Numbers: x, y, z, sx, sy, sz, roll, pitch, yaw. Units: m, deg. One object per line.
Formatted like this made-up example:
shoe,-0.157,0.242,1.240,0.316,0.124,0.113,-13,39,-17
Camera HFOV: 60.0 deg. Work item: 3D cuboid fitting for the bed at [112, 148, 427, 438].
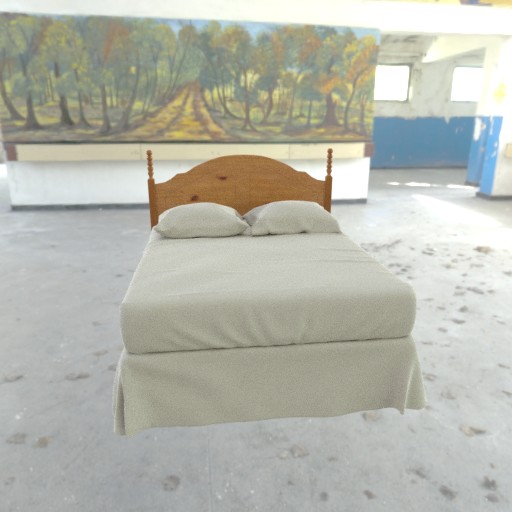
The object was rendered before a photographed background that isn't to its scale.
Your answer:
bed,0.000,0.000,3.166,1.873,1.356,2.040,-2,18,-7
